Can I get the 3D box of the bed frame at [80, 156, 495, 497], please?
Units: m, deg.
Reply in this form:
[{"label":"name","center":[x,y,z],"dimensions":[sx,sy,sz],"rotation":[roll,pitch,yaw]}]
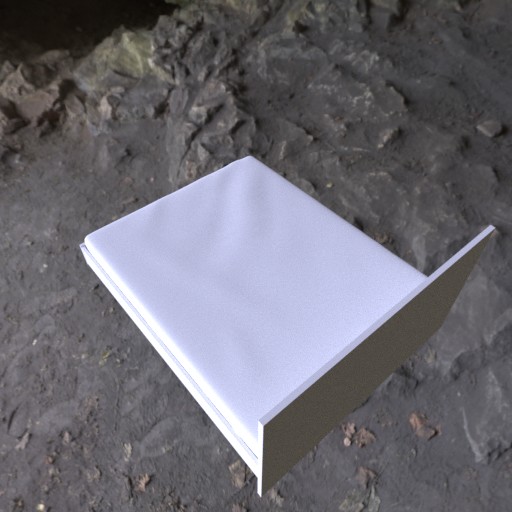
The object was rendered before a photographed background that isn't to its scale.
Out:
[{"label":"bed frame","center":[0.000,0.000,2.999],"dimensions":[1.711,1.001,2.100],"rotation":[-32,55,-26]}]
